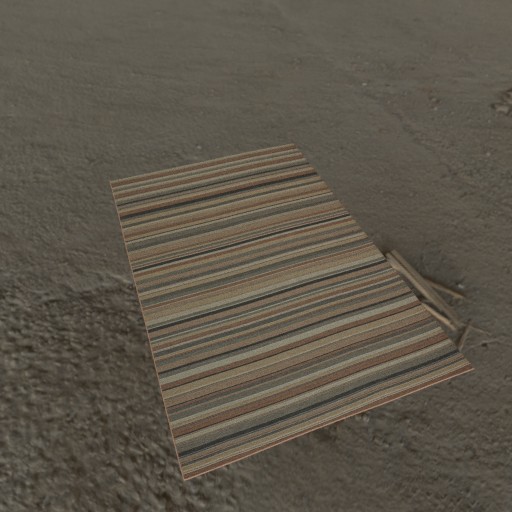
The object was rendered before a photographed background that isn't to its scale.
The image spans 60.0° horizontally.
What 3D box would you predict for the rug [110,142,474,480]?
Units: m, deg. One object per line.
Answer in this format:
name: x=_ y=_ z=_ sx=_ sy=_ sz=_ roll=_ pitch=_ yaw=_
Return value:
rug: x=0.000 y=0.000 z=2.257 sx=1.219 sy=0.008 sz=1.829 roll=-15 pitch=48 yaw=-14
